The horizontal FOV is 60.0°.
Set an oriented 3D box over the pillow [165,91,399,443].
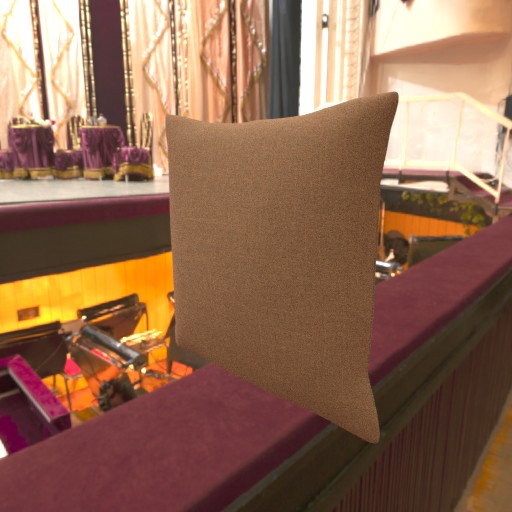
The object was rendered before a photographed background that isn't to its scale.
[{"bbox_3d":[0.000,0.000,0.784,0.512,0.506,0.178,13,18,43],"label":"pillow"}]
